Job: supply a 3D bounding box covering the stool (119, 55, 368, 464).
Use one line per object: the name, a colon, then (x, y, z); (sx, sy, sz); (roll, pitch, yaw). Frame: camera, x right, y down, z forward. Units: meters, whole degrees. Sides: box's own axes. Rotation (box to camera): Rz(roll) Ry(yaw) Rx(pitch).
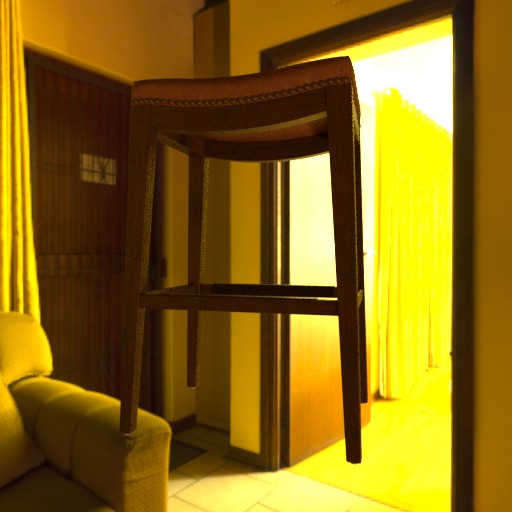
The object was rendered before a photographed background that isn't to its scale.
stool: (0.000, 0.000, 1.041); (0.500, 0.759, 0.361); (0, 1, 16)
